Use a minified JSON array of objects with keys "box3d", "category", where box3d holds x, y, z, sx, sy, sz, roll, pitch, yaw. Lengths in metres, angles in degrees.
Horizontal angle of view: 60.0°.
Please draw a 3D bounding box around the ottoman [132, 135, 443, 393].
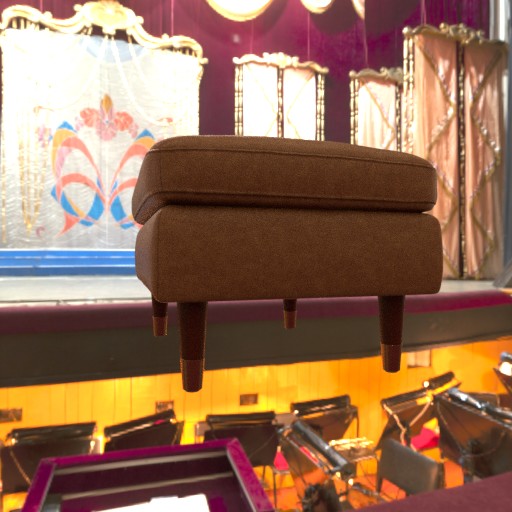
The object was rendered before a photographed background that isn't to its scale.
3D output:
[{"box3d":[0.000,0.000,1.126,0.593,0.478,0.747,0,0,-18],"category":"ottoman"}]
